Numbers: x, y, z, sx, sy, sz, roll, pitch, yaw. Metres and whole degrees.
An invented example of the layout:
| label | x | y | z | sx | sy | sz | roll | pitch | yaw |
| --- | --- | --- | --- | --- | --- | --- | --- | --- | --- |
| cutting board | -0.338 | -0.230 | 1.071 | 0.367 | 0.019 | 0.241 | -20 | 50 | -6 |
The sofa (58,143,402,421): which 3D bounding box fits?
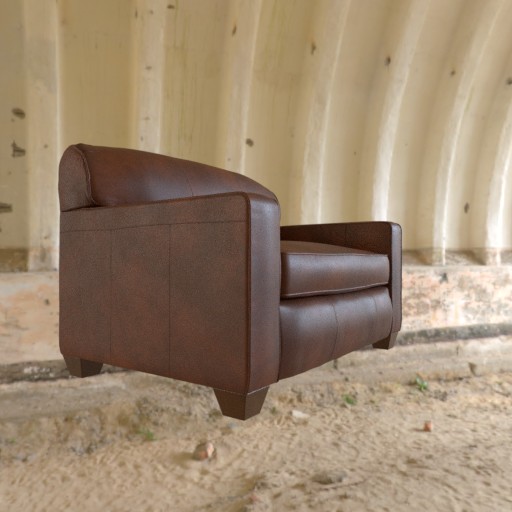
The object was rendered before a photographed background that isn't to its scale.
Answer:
| label | x | y | z | sx | sy | sz | roll | pitch | yaw |
| --- | --- | --- | --- | --- | --- | --- | --- | --- | --- |
| sofa | 0.000 | 0.000 | 2.051 | 1.000 | 0.956 | 1.413 | 0 | -1 | 35 |
